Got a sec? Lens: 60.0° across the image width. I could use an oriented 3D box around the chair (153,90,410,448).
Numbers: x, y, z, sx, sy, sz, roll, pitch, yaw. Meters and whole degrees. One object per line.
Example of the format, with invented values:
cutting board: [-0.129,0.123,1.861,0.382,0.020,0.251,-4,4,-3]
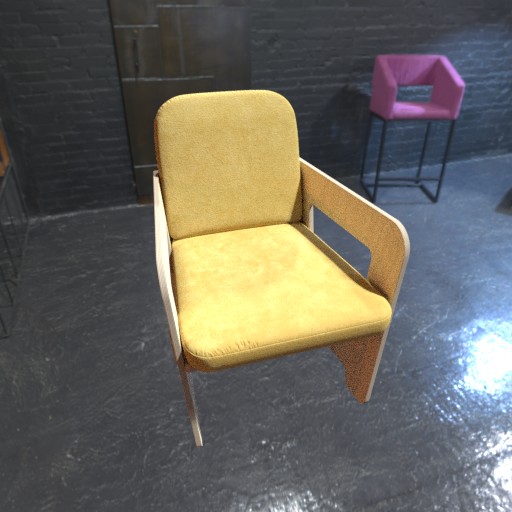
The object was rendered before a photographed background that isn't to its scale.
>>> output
chair: [0.000,0.000,1.289,0.590,0.800,0.710,-9,32,-15]
